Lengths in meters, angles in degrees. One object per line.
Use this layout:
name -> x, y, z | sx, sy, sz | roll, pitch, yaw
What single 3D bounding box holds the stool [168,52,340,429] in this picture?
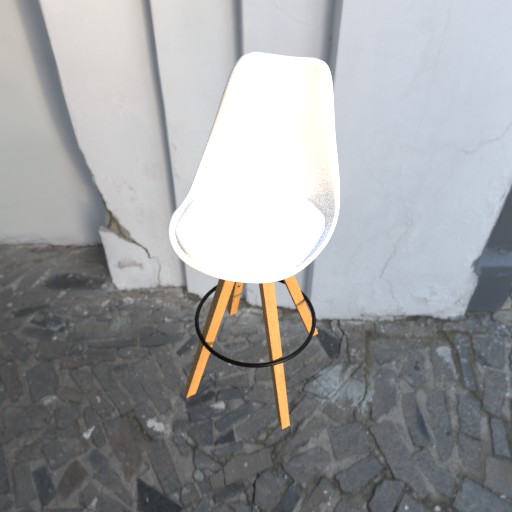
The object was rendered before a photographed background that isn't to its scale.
stool -> 0.000, 0.000, 1.458 | 0.482, 1.115, 0.549 | 13, 43, 14
